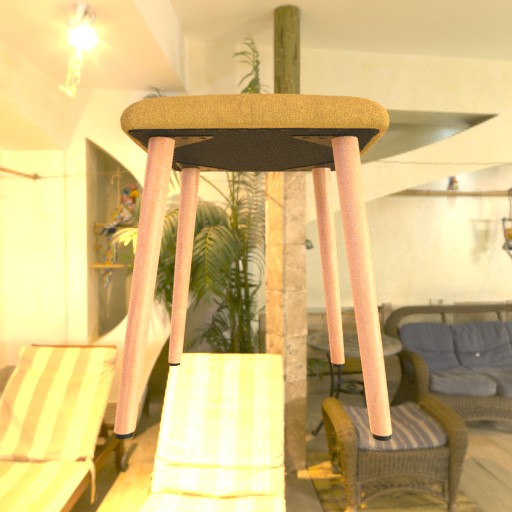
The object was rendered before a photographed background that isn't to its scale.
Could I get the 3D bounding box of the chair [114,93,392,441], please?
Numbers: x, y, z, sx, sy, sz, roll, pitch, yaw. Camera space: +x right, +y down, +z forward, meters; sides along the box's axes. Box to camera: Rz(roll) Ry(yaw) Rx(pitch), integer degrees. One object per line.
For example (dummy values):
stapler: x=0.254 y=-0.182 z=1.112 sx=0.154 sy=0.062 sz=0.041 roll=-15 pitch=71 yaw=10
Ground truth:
chair: x=0.000 y=0.000 z=0.704 sx=0.350 sy=0.440 sz=0.350 roll=0 pitch=2 yaw=1
